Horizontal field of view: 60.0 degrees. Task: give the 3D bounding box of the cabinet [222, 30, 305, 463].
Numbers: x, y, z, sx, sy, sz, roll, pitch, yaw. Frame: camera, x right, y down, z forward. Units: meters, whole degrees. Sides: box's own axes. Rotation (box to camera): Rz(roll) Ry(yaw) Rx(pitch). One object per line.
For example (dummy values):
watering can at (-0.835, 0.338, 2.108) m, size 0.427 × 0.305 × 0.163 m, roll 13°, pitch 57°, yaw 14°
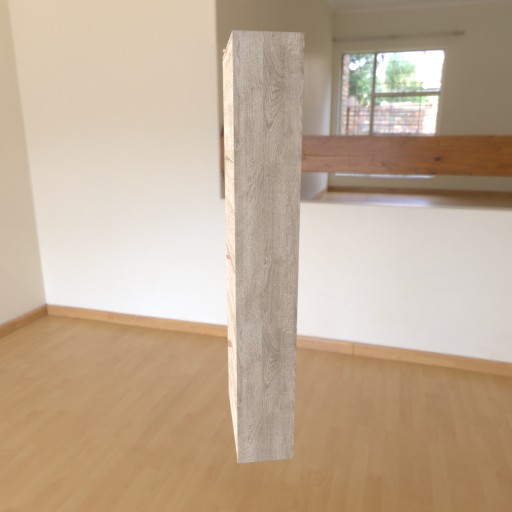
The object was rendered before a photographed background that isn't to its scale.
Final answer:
cabinet at (0.000, 0.000, 1.881) m, size 0.250 × 1.630 × 0.520 m, roll -2°, pitch 15°, yaw -7°
